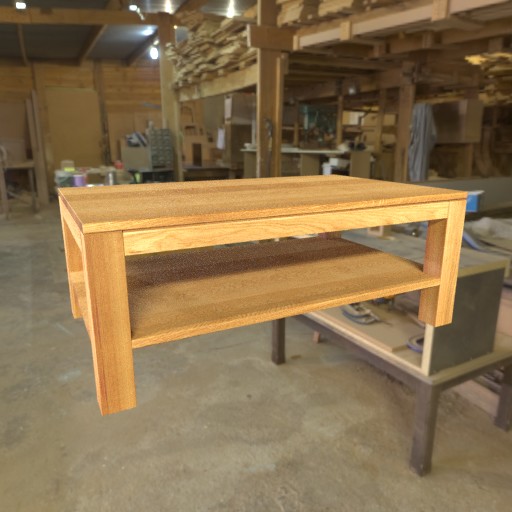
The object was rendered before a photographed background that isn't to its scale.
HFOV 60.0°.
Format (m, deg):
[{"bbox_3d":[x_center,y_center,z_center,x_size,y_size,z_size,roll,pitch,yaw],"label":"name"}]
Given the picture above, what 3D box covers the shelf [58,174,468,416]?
[{"bbox_3d":[0.000,0.000,1.511,1.150,0.450,0.700,-8,17,-26],"label":"shelf"}]
